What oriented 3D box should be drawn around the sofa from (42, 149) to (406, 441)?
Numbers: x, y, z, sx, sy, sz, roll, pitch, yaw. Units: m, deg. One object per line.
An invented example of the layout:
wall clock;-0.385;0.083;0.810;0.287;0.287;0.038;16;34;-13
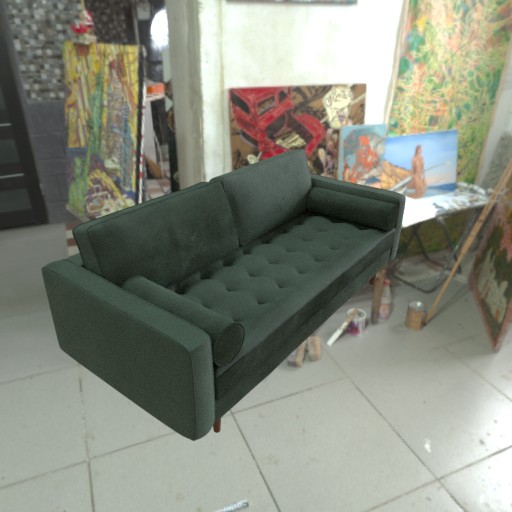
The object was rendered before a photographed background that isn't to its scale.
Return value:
sofa;0.000;0.000;2.367;0.916;0.772;1.880;20;33;33
